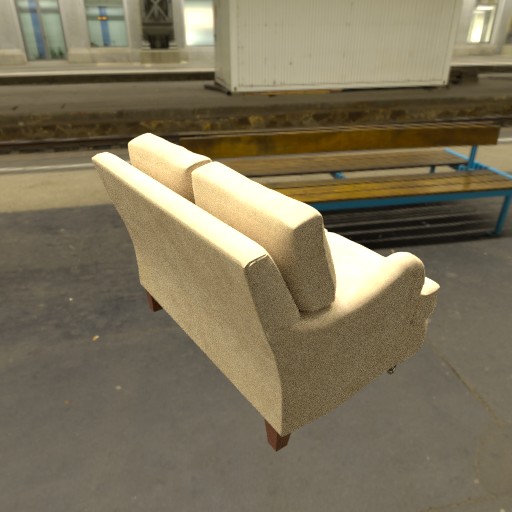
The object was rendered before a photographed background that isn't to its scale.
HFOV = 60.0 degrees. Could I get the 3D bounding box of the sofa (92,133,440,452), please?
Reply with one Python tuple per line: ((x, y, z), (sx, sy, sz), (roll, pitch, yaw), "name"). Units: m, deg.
((0.000, 0.000, 2.263), (1.086, 1.087, 1.498), (-18, 33, -31), "sofa")
